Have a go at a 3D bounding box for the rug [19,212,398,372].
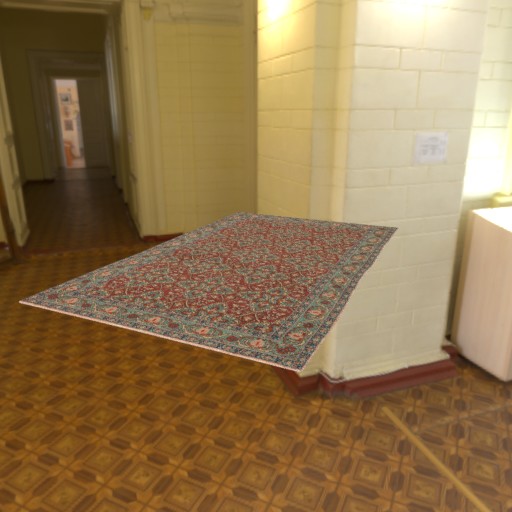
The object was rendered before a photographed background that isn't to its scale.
[{"bbox_3d":[0.000,0.000,3.002,1.533,0.011,2.439,8,19,24],"label":"rug"}]
